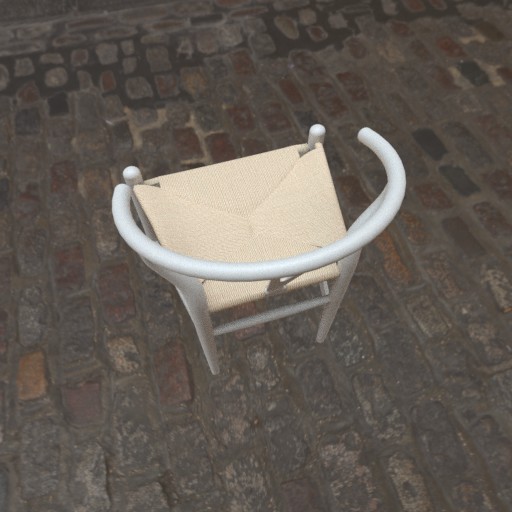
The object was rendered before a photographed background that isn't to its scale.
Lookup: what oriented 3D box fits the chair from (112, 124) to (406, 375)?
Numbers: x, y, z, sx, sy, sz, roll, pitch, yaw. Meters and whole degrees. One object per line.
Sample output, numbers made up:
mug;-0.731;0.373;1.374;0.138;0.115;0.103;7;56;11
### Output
chair;0.000;0.000;1.076;0.533;0.736;0.500;-15;60;-9
